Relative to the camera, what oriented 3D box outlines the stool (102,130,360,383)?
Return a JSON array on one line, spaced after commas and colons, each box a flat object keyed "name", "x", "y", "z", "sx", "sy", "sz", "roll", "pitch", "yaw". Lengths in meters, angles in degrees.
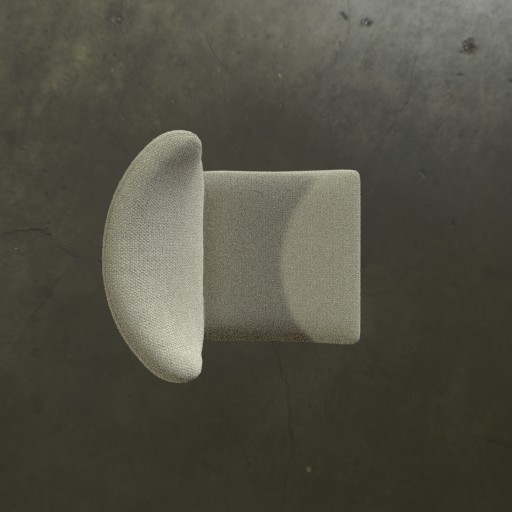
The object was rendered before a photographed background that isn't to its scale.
[{"name": "stool", "x": 0.000, "y": 0.000, "z": 1.269, "sx": 0.568, "sy": 0.969, "sz": 0.481, "roll": 0, "pitch": 90, "yaw": -1}]
